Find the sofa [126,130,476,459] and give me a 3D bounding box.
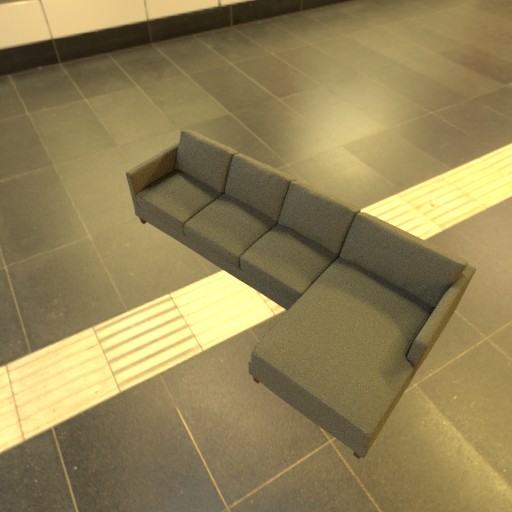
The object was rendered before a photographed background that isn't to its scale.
[{"bbox_3d":[0.000,0.000,3.920,3.186,0.861,1.625,30,53,26],"label":"sofa"}]
